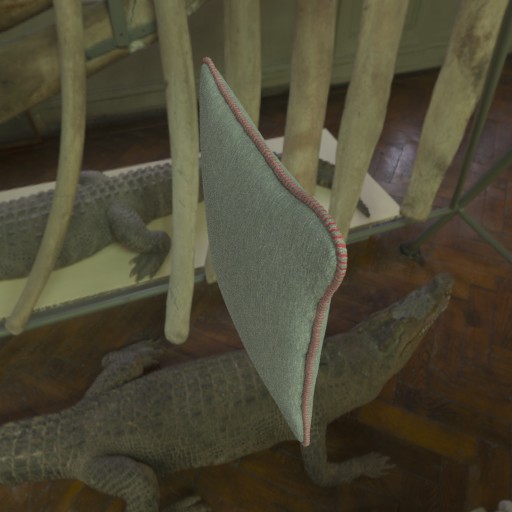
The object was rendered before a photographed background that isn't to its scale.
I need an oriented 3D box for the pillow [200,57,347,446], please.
[{"bbox_3d":[0.000,0.000,0.738,0.124,0.491,0.482,-15,47,-14],"label":"pillow"}]
